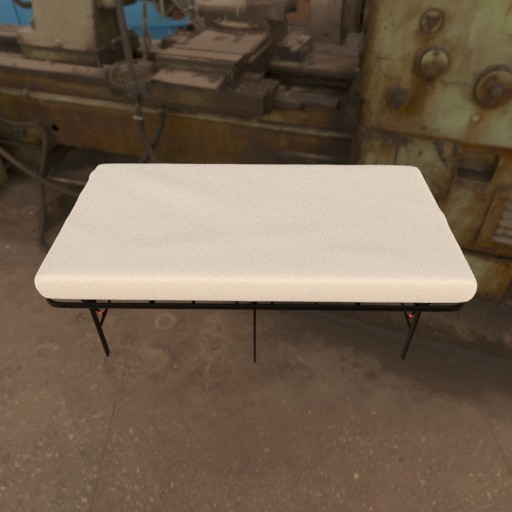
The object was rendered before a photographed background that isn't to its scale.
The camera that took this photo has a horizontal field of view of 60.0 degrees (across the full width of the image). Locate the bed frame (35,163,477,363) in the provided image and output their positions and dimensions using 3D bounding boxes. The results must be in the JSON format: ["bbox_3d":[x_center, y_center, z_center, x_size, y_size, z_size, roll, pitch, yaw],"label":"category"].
[{"bbox_3d":[0.000,0.000,2.395,1.903,0.619,0.989,1,41,1],"label":"bed frame"}]
